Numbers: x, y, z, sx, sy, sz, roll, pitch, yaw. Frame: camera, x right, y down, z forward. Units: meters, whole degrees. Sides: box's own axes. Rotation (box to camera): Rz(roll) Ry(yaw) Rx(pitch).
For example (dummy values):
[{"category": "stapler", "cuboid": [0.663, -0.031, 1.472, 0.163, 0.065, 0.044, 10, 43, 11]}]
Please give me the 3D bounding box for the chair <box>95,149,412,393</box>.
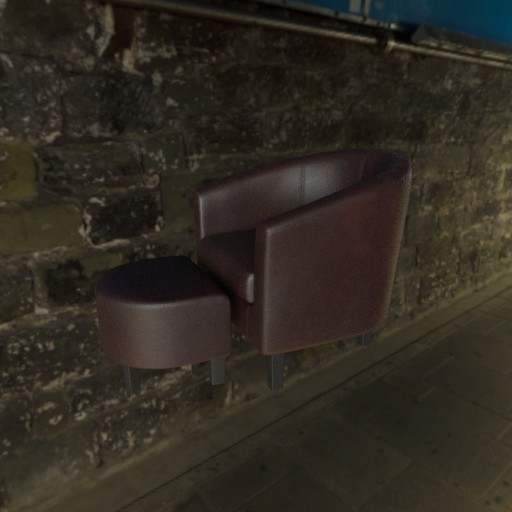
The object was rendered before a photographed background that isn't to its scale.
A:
[{"category": "chair", "cuboid": [0.000, 0.000, 1.688, 1.176, 0.755, 0.737, -8, 19, -24]}]
